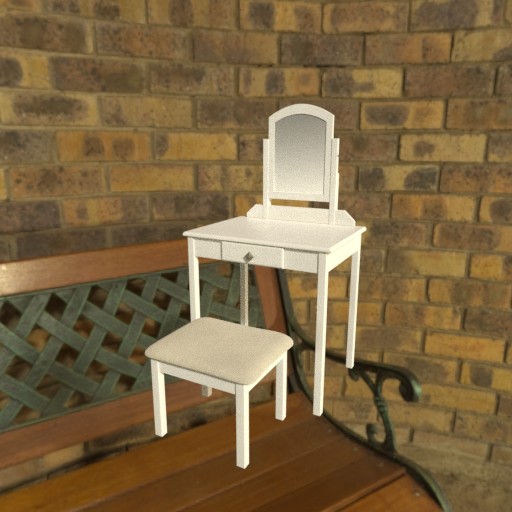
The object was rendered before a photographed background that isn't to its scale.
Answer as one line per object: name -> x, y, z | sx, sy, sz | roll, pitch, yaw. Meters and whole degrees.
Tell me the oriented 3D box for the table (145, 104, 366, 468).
table -> 0.000, 0.000, 2.378 | 0.876, 1.631, 1.211 | 7, 16, 27
